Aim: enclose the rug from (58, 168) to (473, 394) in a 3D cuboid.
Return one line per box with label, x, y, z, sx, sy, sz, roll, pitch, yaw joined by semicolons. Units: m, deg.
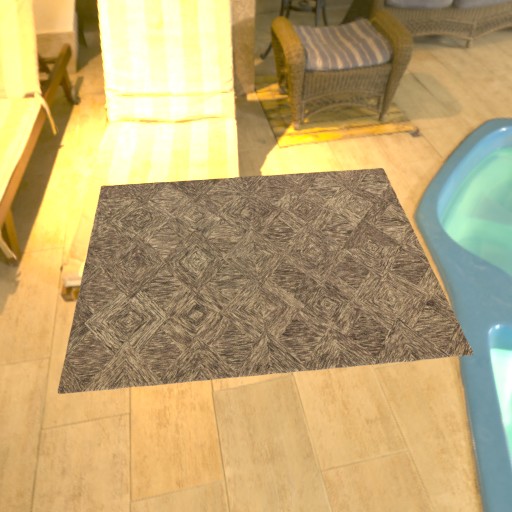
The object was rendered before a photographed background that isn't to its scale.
rug;0.000;0.000;4.189;3.204;0.017;2.448;-4;48;-4
